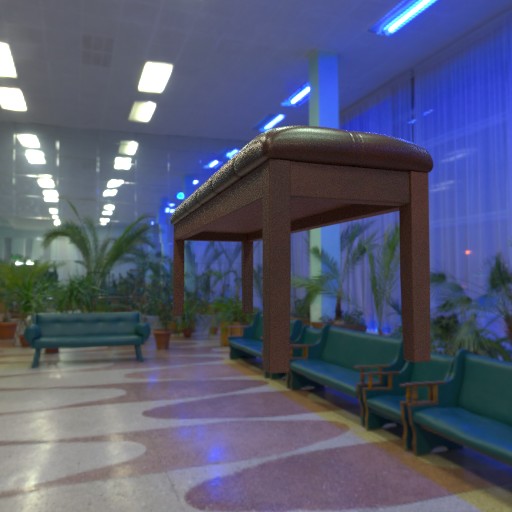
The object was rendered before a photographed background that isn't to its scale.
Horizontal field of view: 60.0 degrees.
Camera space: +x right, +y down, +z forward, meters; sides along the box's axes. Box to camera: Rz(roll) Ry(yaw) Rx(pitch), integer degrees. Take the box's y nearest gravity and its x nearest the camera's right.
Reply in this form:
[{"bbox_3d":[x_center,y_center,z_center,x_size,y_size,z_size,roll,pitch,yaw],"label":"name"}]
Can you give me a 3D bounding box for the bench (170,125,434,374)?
[{"bbox_3d":[0.000,0.000,1.474,0.401,0.491,1.259,1,-2,-19],"label":"bench"}]
